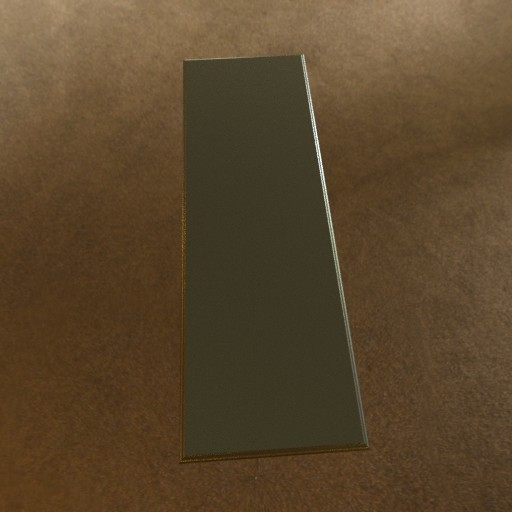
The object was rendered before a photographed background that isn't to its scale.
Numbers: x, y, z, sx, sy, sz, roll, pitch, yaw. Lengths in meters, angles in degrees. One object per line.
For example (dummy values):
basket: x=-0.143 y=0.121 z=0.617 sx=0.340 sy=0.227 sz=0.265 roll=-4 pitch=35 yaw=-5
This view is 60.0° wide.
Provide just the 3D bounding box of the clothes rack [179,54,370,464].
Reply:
clothes rack: x=0.000 y=0.000 z=1.448 sx=0.406 sy=0.556 sz=1.219 roll=-3 pitch=63 yaw=-2
